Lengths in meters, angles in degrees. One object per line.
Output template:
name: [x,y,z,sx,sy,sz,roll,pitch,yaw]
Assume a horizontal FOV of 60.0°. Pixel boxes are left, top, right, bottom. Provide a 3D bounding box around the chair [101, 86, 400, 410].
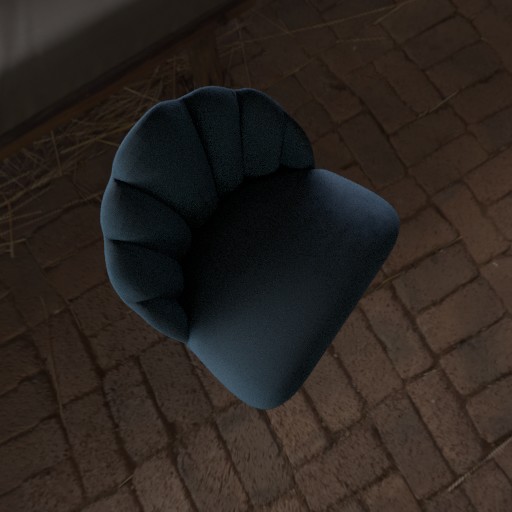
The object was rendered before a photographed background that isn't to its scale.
chair: [0.000,0.000,1.231,0.599,0.819,0.657,35,79,8]
